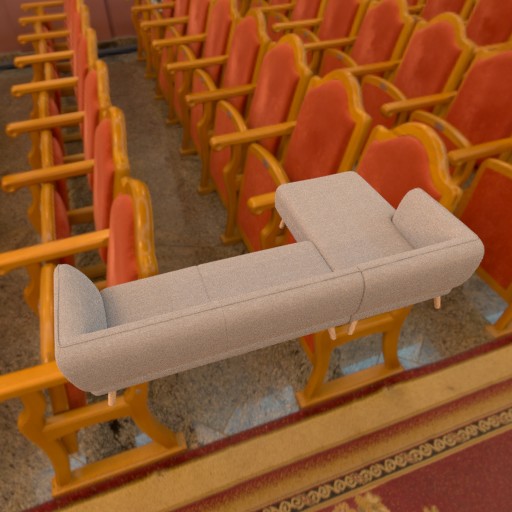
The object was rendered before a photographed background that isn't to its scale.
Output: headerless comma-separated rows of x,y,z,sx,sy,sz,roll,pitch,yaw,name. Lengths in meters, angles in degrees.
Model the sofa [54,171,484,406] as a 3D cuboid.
0.000,0.000,3.253,2.653,0.693,1.532,-13,43,-14,sofa
